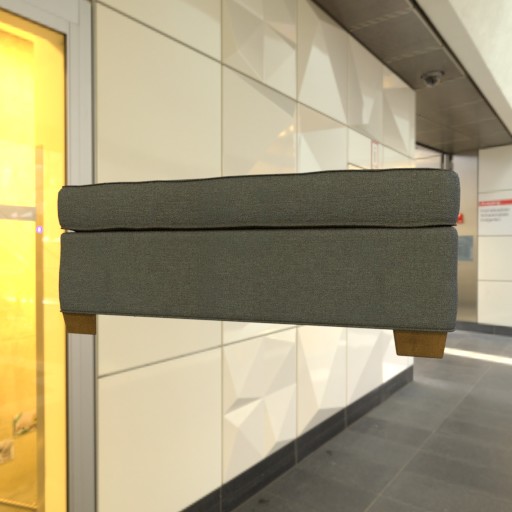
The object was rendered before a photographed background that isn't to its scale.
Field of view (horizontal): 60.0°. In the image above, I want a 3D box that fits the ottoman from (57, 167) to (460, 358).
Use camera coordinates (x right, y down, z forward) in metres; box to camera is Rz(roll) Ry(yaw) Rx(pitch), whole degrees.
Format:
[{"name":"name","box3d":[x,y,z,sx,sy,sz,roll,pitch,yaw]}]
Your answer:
[{"name":"ottoman","box3d":[0.000,0.000,1.373,1.110,0.460,0.515,0,1,18]}]
